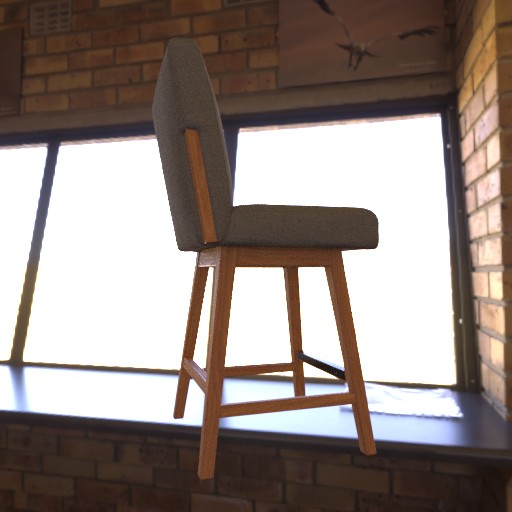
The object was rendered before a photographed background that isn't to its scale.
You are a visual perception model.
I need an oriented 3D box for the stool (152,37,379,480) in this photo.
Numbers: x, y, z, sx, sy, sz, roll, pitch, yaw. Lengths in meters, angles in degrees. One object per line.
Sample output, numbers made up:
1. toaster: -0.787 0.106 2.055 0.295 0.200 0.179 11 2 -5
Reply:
1. stool: 0.000 0.000 1.284 0.570 1.019 0.459 1 -2 -18
